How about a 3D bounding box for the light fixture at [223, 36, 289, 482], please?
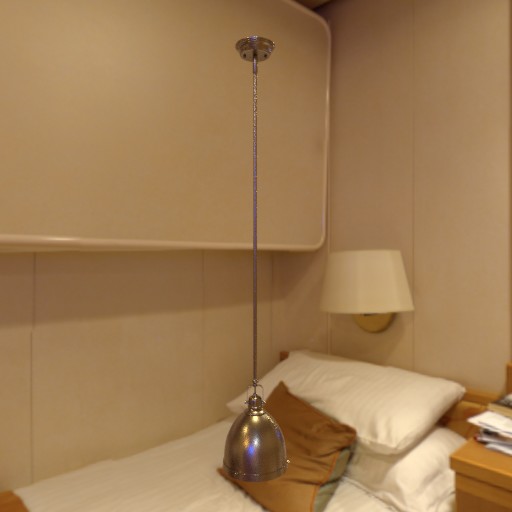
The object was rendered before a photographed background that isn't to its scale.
[{"bbox_3d":[0.000,0.000,1.446,0.217,1.367,0.211,0,0,0],"label":"light fixture"}]
